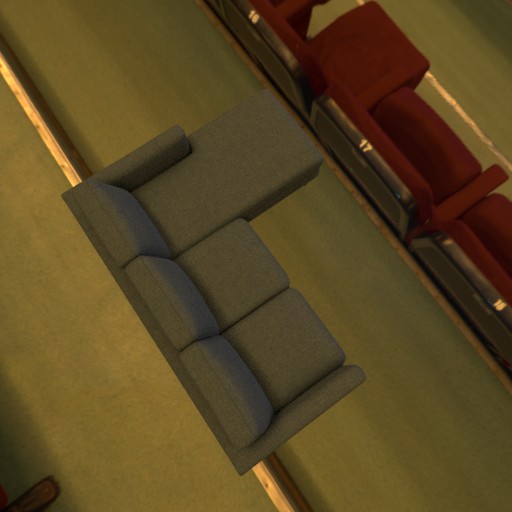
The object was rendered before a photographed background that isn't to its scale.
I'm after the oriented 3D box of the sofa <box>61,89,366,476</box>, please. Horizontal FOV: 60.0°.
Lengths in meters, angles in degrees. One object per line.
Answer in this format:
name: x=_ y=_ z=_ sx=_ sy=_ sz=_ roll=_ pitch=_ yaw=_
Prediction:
sofa: x=0.000 y=0.000 z=2.986 sx=1.667 sy=0.957 sz=2.055 roll=-34 pitch=78 yaw=-9
